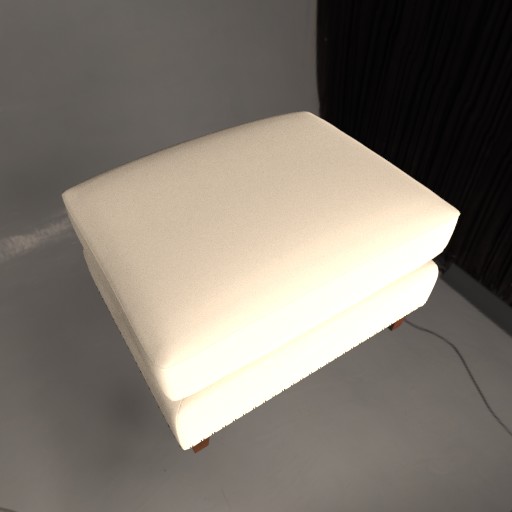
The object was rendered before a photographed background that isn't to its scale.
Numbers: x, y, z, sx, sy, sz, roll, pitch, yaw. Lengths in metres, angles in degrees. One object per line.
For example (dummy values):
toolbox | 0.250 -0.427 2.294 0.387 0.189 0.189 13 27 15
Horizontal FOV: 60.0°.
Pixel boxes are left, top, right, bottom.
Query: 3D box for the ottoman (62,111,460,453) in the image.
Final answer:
ottoman | 0.000 0.000 1.135 0.741 0.513 0.584 -25 50 -22
